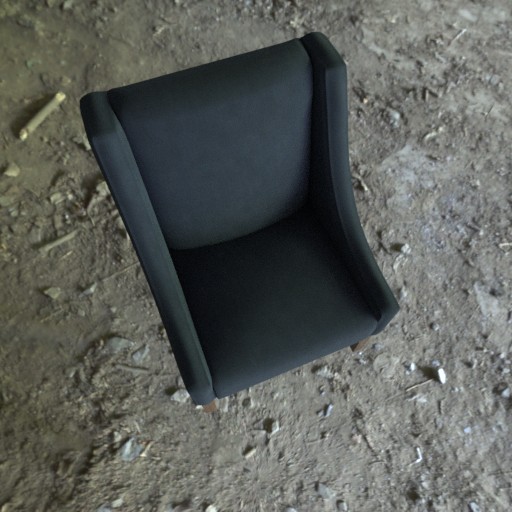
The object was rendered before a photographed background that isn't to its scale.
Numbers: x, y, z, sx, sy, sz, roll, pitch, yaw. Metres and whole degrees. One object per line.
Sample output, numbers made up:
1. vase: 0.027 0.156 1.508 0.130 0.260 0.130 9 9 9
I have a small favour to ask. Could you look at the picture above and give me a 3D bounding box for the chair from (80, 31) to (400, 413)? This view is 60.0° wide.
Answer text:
1. chair: 0.000 0.000 1.294 0.629 0.895 0.629 -20 64 -10
